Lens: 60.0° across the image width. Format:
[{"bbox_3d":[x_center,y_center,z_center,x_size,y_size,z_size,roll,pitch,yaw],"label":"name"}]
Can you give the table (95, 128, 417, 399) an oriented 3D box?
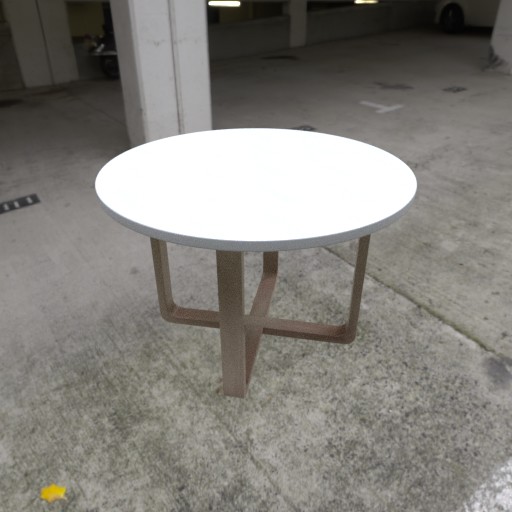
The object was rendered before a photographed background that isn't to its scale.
[{"bbox_3d":[0.000,0.000,0.965,0.600,0.400,0.600,0,30,0],"label":"table"}]
